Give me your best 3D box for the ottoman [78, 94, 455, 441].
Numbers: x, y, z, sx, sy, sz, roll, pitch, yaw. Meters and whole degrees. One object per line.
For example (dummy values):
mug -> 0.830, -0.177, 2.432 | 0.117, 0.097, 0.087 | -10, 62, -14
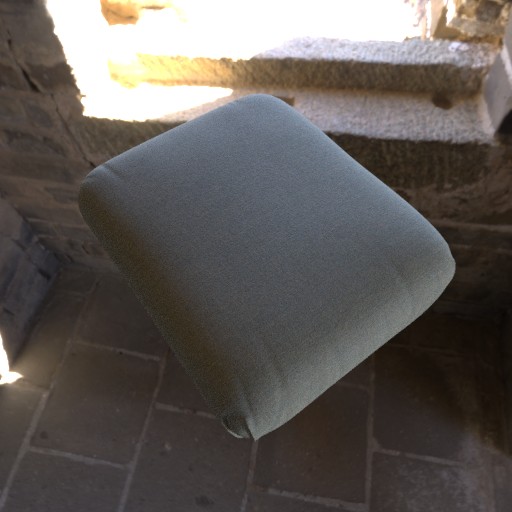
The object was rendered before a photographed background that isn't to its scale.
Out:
ottoman -> 0.000, 0.000, 1.137 | 0.622, 0.450, 0.747 | -32, 63, -19
